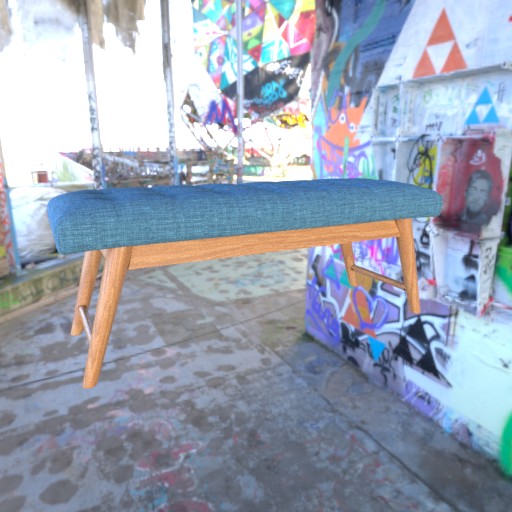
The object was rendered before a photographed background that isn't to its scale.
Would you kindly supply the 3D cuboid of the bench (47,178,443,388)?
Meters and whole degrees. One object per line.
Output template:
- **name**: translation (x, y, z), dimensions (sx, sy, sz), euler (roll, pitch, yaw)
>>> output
- **bench**: translation (0.000, 0.000, 1.356), dimensions (1.118, 0.432, 0.406), euler (-7, 16, -26)
